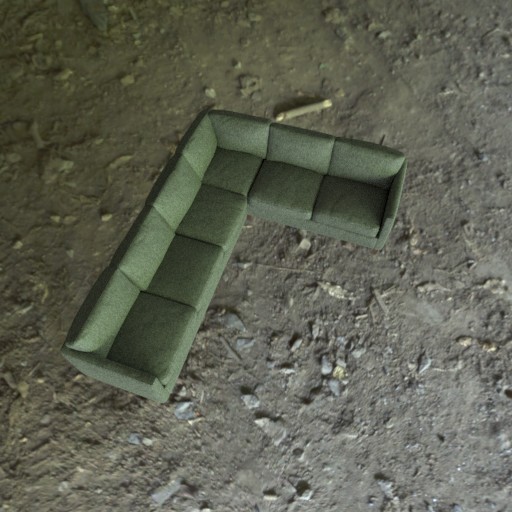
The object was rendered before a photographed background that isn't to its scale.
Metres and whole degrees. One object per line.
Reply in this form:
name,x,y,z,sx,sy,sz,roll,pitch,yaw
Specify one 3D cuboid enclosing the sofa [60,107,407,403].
sofa,0.000,0.000,4.641,2.593,0.947,3.302,16,60,10
